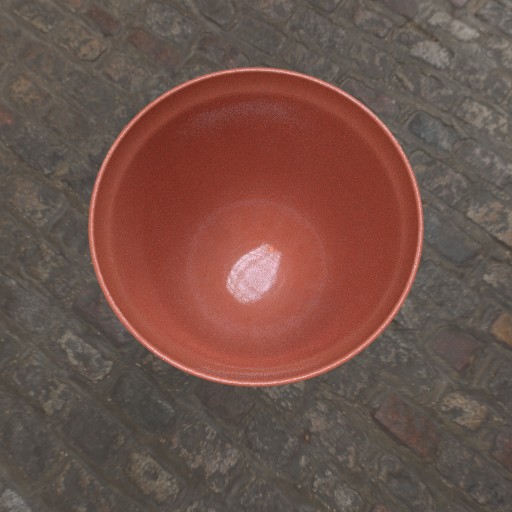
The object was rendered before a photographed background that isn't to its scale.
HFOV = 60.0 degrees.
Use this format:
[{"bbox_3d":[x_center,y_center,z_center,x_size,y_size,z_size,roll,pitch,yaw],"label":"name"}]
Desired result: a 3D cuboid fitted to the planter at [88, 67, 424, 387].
[{"bbox_3d":[0.000,0.000,0.361,0.195,0.214,0.195,0,76,0],"label":"planter"}]
